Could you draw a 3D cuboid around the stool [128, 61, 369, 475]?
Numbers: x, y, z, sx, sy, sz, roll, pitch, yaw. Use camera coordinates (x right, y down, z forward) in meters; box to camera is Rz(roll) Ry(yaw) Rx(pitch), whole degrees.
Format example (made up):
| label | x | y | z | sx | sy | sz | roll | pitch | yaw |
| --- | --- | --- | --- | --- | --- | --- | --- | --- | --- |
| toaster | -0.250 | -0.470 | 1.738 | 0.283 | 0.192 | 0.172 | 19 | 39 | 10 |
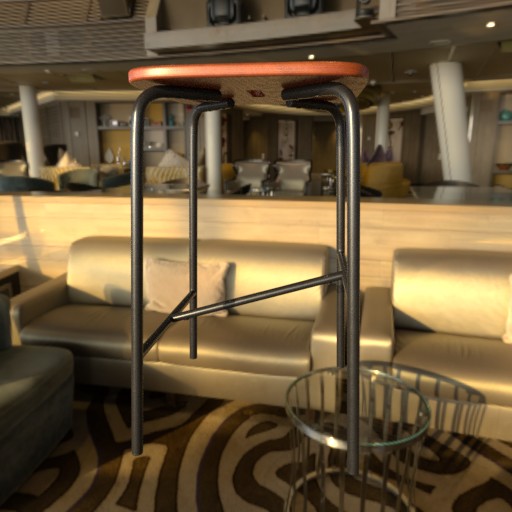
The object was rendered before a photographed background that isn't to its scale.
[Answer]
| label | x | y | z | sx | sy | sz | roll | pitch | yaw |
| --- | --- | --- | --- | --- | --- | --- | --- | --- | --- |
| stool | 0.000 | 0.000 | 0.830 | 0.376 | 0.610 | 0.376 | 2 | 13 | 7 |
